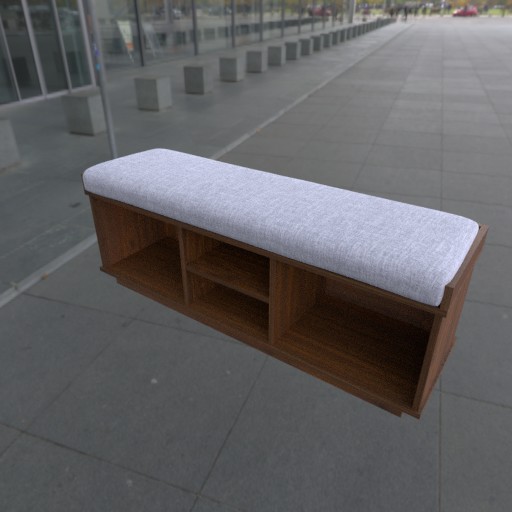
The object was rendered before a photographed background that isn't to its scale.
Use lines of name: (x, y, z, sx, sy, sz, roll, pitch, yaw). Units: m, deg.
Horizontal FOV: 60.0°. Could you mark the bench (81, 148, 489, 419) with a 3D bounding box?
bench: (0.000, 0.000, 1.396, 1.196, 0.468, 0.367, 19, 35, 30)
